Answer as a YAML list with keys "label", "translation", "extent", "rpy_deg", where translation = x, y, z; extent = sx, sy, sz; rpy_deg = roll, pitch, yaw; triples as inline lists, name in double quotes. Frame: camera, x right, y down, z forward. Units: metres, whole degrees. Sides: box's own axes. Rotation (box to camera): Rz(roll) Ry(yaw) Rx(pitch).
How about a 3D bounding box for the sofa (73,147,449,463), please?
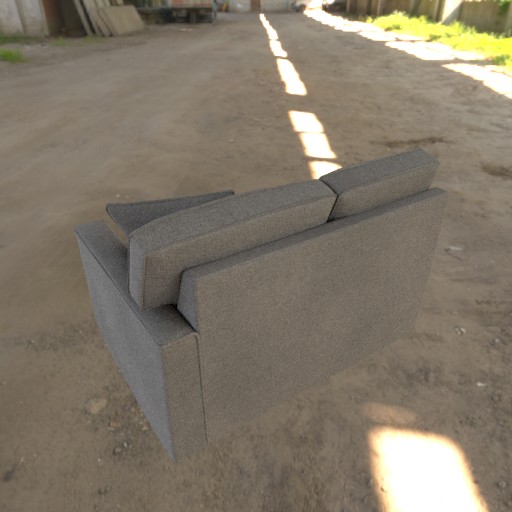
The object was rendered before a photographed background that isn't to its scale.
- label: "sofa"
  translation: [0.000, 0.000, 2.085]
  extent: [1.388, 0.989, 0.991]
  rpy_deg: [-19, 36, -28]
